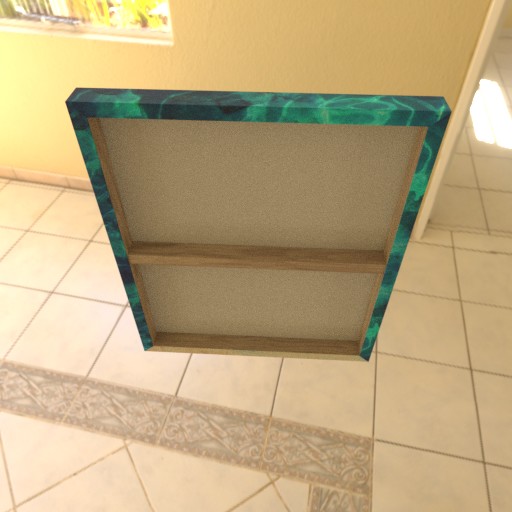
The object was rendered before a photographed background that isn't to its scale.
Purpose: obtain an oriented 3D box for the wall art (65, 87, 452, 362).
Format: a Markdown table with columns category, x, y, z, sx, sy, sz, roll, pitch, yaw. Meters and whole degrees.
| category | x | y | z | sx | sy | sz | roll | pitch | yaw |
| --- | --- | --- | --- | --- | --- | --- | --- | --- | --- |
| wall art | 0.000 | 0.000 | 0.686 | 0.432 | 0.508 | 0.038 | 2 | 45 | 2 |
